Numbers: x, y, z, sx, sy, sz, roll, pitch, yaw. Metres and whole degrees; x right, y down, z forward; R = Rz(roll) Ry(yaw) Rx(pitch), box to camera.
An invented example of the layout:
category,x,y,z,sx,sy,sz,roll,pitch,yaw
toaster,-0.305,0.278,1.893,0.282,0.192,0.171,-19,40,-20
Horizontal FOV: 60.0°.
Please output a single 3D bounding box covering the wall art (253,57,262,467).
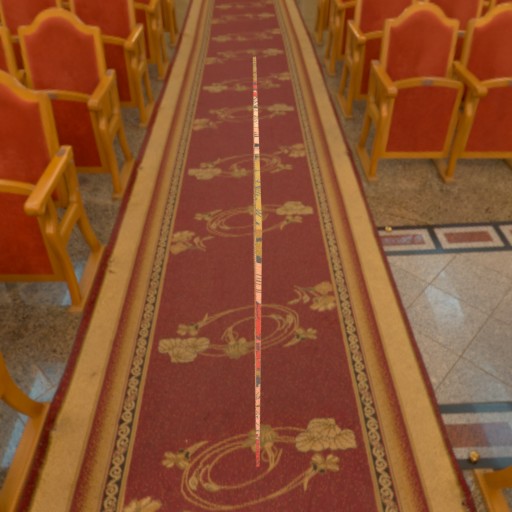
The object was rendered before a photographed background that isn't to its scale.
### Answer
category,x,y,z,sx,sy,sz,roll,pitch,yaw
wall art,0.000,0.000,1.851,0.013,1.218,1.206,0,41,-1
